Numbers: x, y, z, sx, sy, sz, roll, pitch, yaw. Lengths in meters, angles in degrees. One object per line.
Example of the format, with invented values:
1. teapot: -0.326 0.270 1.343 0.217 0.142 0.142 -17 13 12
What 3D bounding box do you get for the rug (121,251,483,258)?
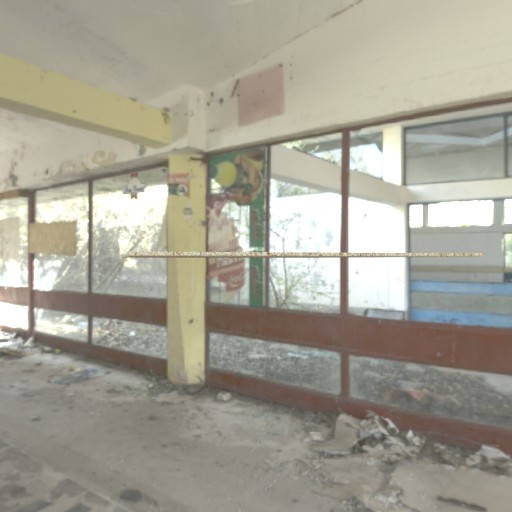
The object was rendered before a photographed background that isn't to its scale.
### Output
1. rug: 0.000 0.000 4.189 2.400 0.025 3.000 0 0 -18
